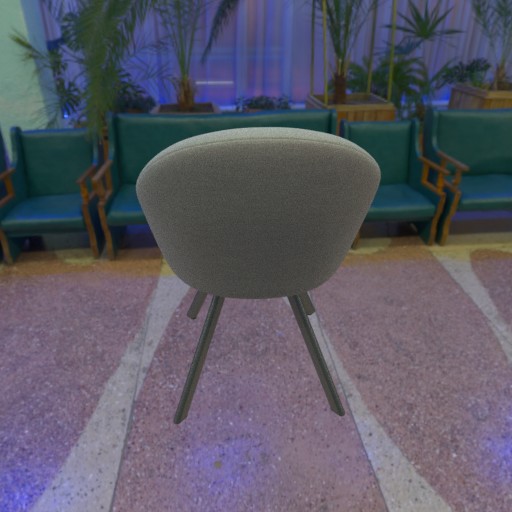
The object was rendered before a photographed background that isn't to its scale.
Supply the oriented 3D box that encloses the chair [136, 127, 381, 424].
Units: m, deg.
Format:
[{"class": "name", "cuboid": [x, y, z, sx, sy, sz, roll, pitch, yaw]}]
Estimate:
[{"class": "chair", "cuboid": [0.000, 0.000, 1.160, 0.540, 0.780, 0.570, -2, 30, -3]}]
